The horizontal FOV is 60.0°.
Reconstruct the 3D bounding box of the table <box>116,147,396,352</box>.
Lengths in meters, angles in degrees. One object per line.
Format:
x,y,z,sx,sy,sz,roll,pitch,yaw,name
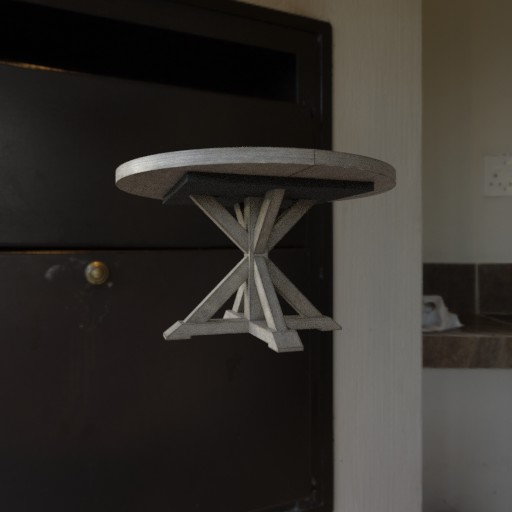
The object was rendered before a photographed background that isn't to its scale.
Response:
0.000,0.000,2.255,1.363,0.781,1.363,0,0,0,table
